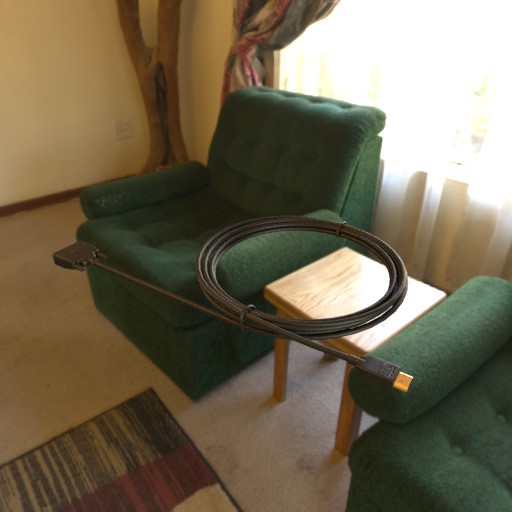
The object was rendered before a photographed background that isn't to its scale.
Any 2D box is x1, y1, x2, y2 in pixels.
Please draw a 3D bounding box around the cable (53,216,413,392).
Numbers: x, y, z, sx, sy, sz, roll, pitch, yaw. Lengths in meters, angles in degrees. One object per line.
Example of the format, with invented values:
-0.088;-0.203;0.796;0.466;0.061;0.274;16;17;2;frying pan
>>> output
0.000;0.000;0.521;0.422;0.030;0.257;18;35;28;cable
